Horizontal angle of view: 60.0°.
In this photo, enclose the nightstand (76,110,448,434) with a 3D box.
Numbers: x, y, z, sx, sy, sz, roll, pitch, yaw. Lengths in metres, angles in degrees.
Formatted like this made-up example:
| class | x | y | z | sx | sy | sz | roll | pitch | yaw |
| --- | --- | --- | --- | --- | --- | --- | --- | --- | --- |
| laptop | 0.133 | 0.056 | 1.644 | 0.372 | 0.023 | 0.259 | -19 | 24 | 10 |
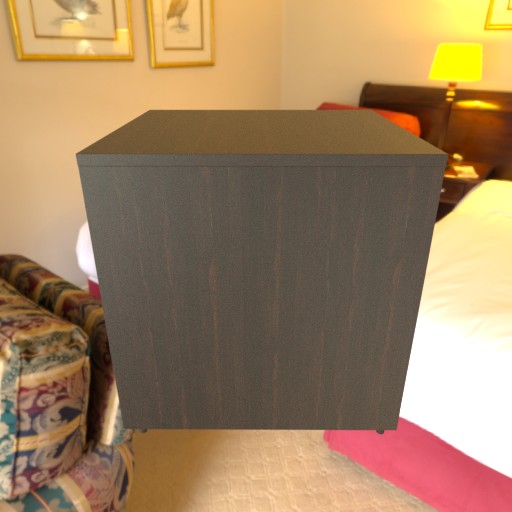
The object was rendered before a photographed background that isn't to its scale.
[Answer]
| class | x | y | z | sx | sy | sz | roll | pitch | yaw |
| --- | --- | --- | --- | --- | --- | --- | --- | --- | --- |
| nightstand | 0.000 | 0.000 | 0.809 | 0.461 | 0.460 | 0.400 | 0 | 25 | 0 |
